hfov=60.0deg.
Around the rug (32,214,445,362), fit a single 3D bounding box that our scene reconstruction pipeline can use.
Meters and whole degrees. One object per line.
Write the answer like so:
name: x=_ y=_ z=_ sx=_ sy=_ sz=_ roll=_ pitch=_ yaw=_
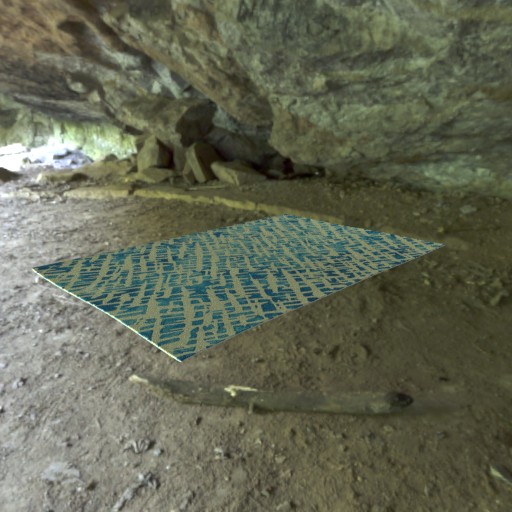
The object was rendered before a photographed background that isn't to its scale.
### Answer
rug: x=0.000 y=0.000 z=2.317 sx=1.830 sy=0.011 sz=1.209 roll=-16 pitch=23 yaw=-42
